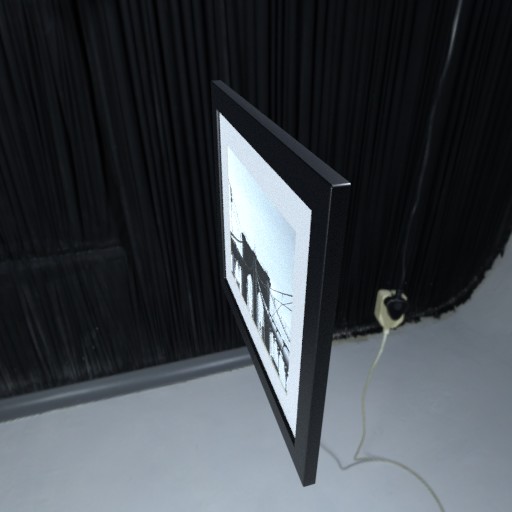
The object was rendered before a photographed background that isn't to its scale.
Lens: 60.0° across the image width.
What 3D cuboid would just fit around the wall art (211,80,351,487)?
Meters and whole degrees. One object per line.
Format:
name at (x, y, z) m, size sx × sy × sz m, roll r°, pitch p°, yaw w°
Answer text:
wall art at (0.000, 0.000, 0.717) m, size 0.018 × 0.450 × 0.521 m, roll -9°, pitch 32°, yaw -14°
